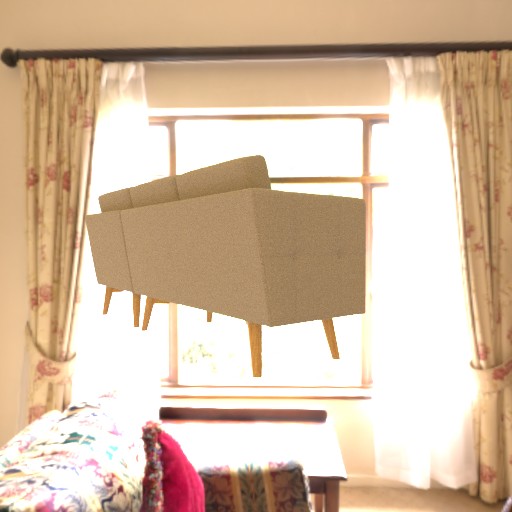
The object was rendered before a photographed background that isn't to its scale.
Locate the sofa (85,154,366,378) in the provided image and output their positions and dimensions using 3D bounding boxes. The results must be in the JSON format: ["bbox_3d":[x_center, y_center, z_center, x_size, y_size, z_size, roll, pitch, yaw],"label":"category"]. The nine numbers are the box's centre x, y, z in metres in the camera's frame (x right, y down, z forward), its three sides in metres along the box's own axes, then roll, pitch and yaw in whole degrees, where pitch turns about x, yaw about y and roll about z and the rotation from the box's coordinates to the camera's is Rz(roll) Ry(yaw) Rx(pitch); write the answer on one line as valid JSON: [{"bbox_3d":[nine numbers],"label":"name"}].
[{"bbox_3d":[0.000,0.000,2.793,1.530,0.860,2.040,-1,2,-37],"label":"sofa"}]
